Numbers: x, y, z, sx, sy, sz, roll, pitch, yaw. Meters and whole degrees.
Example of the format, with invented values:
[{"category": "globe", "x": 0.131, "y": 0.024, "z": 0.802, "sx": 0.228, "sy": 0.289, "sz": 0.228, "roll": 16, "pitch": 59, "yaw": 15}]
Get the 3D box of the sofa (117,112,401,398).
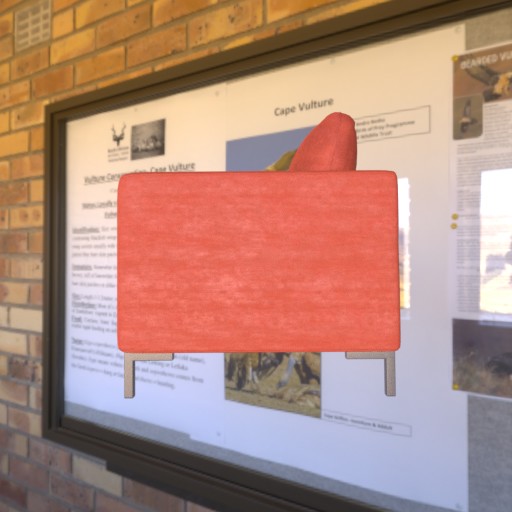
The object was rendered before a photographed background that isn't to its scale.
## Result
[{"category": "sofa", "x": 0.000, "y": 0.000, "z": 2.076, "sx": 0.864, "sy": 0.896, "sz": 1.574, "roll": 0, "pitch": -1, "yaw": 0}]
